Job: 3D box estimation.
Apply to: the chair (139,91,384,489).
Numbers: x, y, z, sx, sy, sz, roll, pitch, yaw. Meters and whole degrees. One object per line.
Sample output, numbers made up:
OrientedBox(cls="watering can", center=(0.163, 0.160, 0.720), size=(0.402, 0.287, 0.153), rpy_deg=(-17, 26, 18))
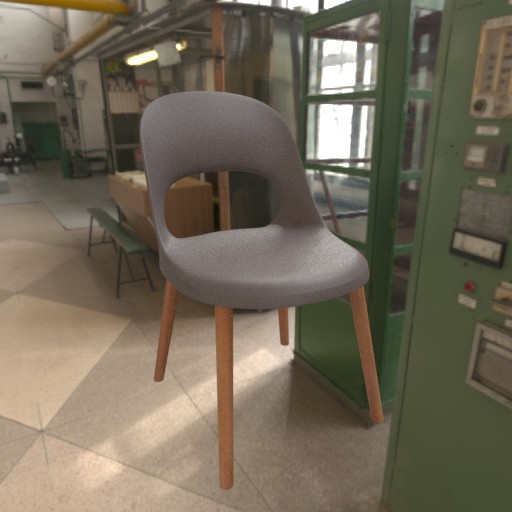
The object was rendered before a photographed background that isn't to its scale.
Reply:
OrientedBox(cls="chair", center=(0.000, 0.000, 1.106), size=(0.470, 0.794, 0.556), rpy_deg=(-10, 20, -28))
